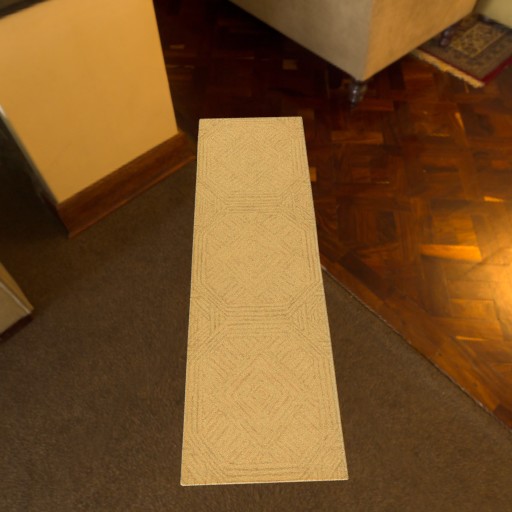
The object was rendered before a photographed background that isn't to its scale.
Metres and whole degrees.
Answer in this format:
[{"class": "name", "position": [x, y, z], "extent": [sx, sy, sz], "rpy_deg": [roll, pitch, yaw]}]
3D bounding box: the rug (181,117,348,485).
[{"class": "rug", "position": [0.000, 0.000, 2.681], "extent": [0.775, 0.012, 2.452], "rpy_deg": [-2, 58, -1]}]
